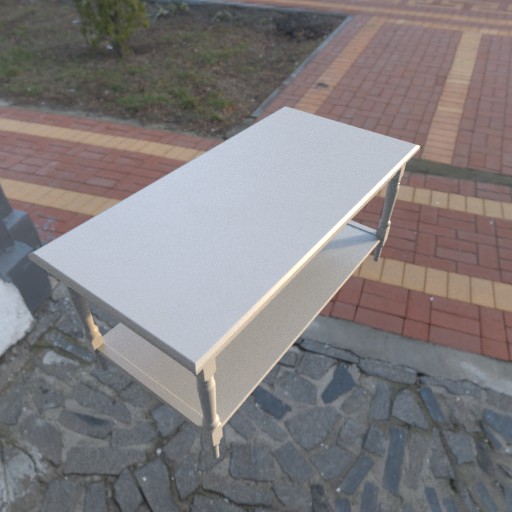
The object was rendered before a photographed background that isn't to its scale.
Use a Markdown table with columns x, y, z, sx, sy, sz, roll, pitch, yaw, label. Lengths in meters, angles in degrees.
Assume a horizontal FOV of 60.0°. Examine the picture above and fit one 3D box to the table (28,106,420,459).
| x | y | z | sx | sy | sz | roll | pitch | yaw | label |
| --- | --- | --- | --- | --- | --- | --- | --- | --- | --- |
| 0.000 | 0.000 | 1.445 | 0.551 | 0.506 | 1.109 | 26 | 48 | 27 | table |
